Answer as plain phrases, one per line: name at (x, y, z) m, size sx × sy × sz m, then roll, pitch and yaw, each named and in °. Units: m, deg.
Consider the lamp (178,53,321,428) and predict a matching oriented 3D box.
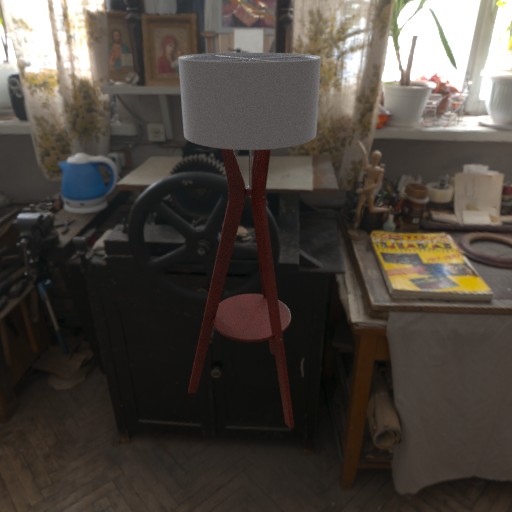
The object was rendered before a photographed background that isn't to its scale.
lamp at (0.000, 0.000, 1.796) m, size 0.539 × 1.472 × 0.542 m, roll -19°, pitch 33°, yaw -32°
